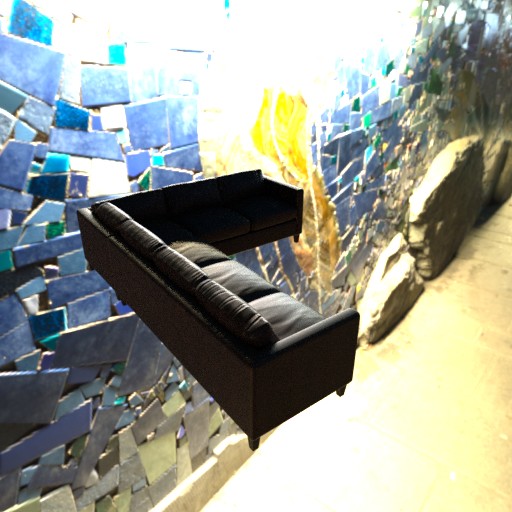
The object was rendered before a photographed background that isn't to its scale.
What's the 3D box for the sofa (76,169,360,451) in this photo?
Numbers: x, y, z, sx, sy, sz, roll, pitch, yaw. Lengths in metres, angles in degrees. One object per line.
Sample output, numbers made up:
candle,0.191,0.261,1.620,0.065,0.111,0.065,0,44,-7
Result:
sofa,0.000,0.000,4.332,2.438,0.836,3.152,-18,31,-33
